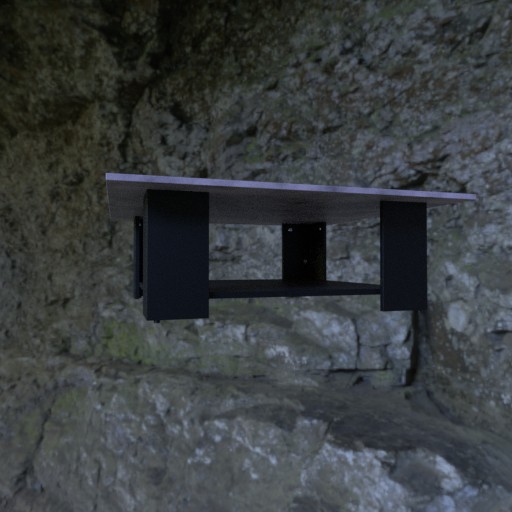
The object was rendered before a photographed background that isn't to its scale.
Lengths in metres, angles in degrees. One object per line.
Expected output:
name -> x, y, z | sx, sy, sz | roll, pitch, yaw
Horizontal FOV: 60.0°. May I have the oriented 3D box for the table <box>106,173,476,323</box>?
table -> 0.000, 0.000, 1.411 | 0.890, 0.305, 0.890 | 0, -1, -18
